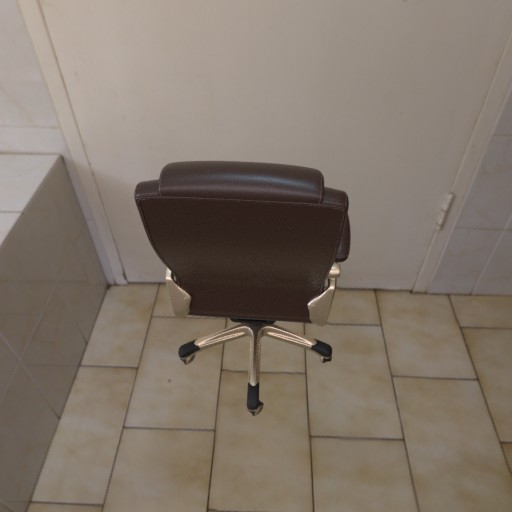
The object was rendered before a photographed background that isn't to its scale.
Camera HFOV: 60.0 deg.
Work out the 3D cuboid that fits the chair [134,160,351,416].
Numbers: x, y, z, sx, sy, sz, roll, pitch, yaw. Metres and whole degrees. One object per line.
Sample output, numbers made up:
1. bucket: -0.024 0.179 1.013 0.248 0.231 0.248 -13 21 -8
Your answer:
1. chair: 0.000 0.000 1.645 0.692 1.194 0.749 3 45 3
